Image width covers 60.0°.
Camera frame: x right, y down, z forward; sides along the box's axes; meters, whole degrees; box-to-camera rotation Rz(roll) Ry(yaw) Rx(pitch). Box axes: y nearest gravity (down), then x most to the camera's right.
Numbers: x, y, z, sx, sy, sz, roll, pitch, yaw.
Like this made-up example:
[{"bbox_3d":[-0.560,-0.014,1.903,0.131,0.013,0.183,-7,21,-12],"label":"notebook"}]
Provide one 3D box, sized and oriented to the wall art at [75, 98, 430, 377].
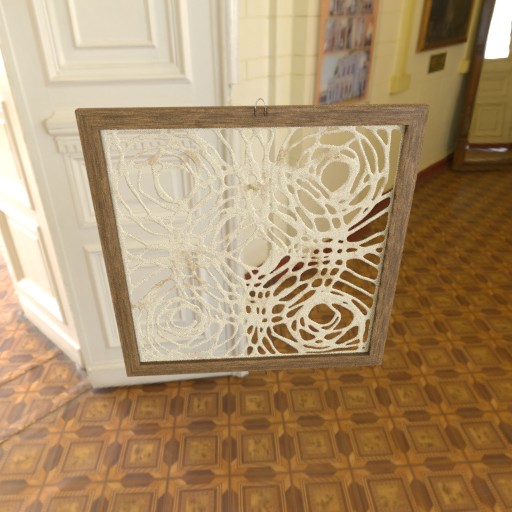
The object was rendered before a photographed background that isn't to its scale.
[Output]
[{"bbox_3d":[0.000,0.000,0.839,0.561,0.576,0.021,-2,30,-3],"label":"wall art"}]
